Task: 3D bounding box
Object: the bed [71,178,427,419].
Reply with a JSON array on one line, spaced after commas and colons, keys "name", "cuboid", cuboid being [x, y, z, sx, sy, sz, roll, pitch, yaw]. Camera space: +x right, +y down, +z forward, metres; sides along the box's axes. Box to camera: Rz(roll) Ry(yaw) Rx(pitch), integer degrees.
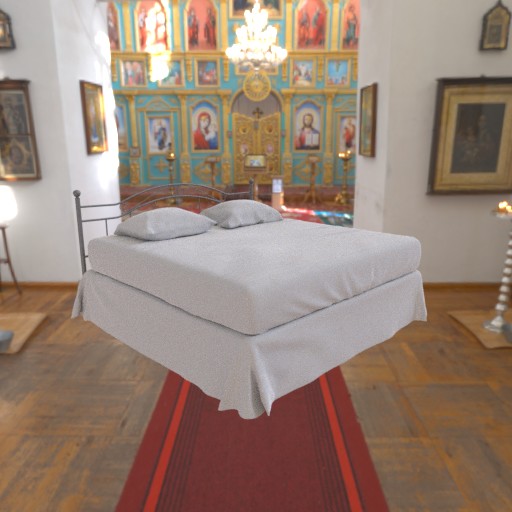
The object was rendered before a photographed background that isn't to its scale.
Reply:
[{"name": "bed", "cuboid": [0.000, 0.000, 3.677, 2.309, 1.080, 2.220, -13, 19, -43]}]
